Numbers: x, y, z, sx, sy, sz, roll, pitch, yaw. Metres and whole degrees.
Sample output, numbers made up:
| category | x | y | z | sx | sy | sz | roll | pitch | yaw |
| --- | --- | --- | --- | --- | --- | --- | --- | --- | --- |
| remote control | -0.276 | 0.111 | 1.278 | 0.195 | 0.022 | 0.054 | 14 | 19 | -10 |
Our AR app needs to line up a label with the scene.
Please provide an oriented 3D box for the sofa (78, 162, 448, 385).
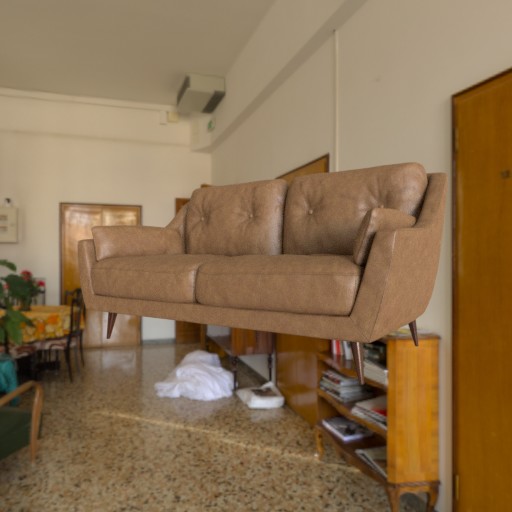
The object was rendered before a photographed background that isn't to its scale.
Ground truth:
| category | x | y | z | sx | sy | sz | roll | pitch | yaw |
| --- | --- | --- | --- | --- | --- | --- | --- | --- | --- |
| sofa | 0.000 | 0.000 | 2.242 | 1.731 | 0.886 | 0.981 | 0 | 0 | 36 |
